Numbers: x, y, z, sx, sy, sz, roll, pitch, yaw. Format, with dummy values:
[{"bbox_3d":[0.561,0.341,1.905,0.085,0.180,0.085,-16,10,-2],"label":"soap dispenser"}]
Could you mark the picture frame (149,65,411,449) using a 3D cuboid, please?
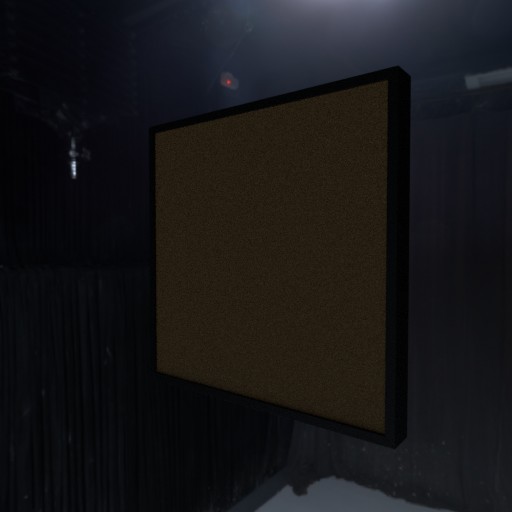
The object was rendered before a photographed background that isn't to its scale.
[{"bbox_3d":[0.000,0.000,0.475,0.317,0.317,0.030,1,2,38],"label":"picture frame"}]
